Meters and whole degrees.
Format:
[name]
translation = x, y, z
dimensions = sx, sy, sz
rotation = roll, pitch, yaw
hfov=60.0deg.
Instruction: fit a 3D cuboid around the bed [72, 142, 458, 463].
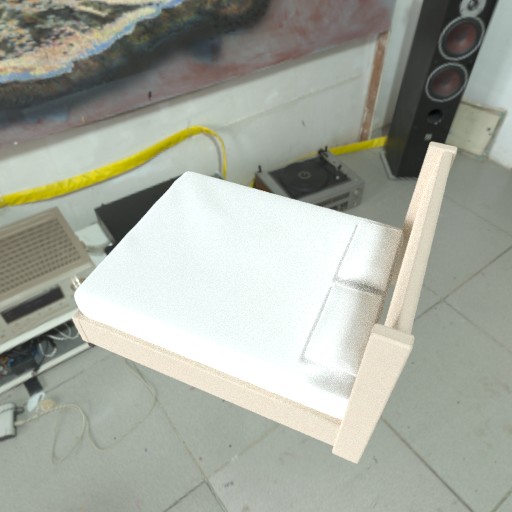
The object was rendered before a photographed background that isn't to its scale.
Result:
[bed]
translation = 0.000, 0.000, 3.370
dimensions = 2.293, 1.471, 1.778
rotation = 18, 49, 16
